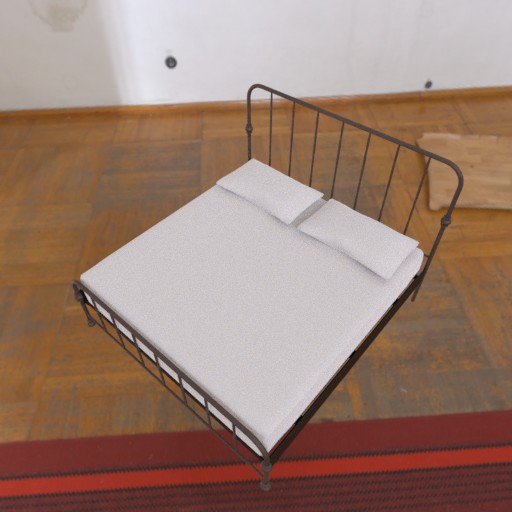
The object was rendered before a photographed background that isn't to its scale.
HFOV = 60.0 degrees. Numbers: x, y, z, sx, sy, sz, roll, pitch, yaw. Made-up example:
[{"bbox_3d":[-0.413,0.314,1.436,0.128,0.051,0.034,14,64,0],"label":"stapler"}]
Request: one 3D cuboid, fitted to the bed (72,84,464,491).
[{"bbox_3d":[0.000,0.000,3.399,2.044,1.446,2.134,32,55,27],"label":"bed"}]
